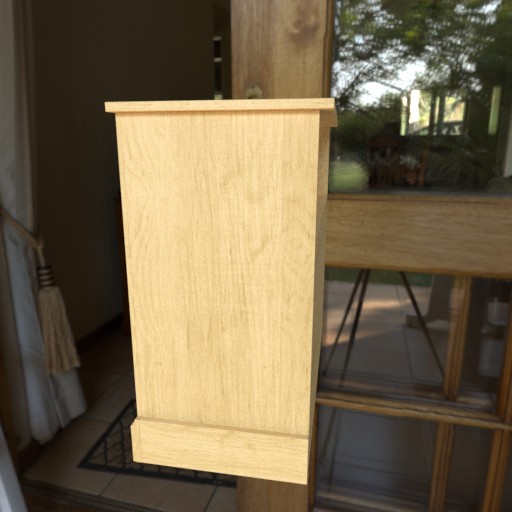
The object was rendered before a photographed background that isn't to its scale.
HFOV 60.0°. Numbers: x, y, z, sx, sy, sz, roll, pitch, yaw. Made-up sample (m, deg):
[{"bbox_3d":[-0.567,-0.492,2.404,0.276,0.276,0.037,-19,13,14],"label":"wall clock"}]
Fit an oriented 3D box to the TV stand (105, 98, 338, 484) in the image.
[{"bbox_3d":[0.000,0.000,1.296,0.430,0.787,0.851,3,14,10],"label":"TV stand"}]
